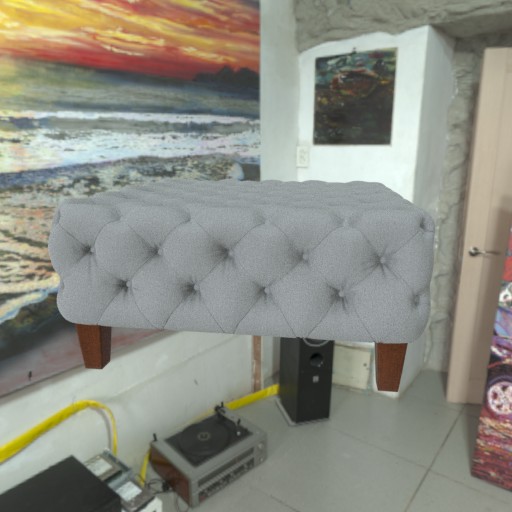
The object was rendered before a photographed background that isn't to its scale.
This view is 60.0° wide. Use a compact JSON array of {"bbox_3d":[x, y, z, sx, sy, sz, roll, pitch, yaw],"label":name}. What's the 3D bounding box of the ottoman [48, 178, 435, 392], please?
[{"bbox_3d":[0.000,0.000,1.424,0.917,0.439,0.911,2,14,8],"label":"ottoman"}]
